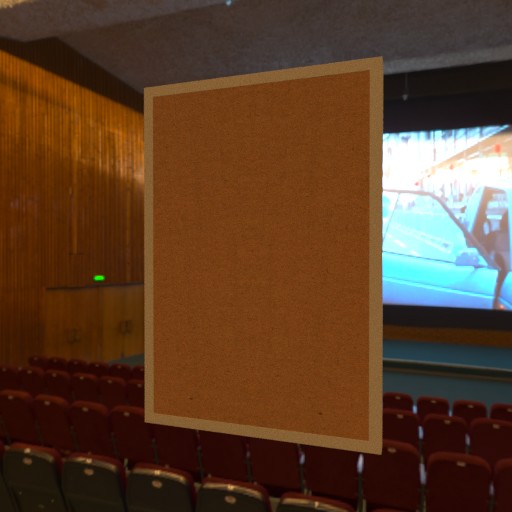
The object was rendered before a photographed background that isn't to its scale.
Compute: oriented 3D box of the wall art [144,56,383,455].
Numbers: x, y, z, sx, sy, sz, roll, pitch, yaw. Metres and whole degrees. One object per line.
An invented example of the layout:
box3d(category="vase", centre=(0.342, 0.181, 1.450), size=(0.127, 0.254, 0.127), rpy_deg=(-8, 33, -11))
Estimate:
box3d(category="wall art", centre=(0.000, 0.000, 0.534), size=(0.293, 0.428, 0.025), rpy_deg=(0, 1, 18))
